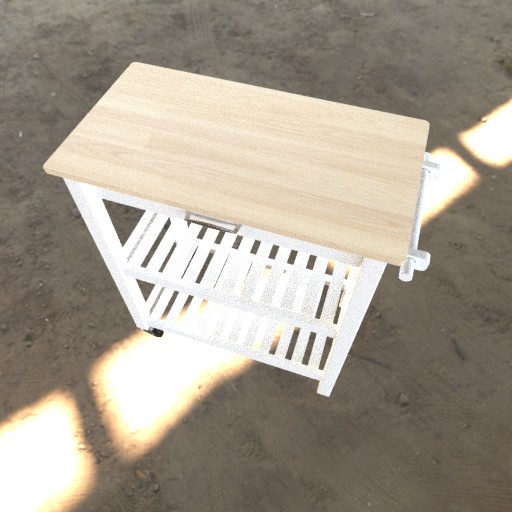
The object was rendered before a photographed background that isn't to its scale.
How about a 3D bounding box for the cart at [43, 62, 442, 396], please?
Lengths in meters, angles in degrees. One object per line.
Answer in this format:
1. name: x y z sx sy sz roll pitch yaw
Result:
1. cart: 0.000 0.000 1.448 0.899 0.927 0.457 15 57 10
